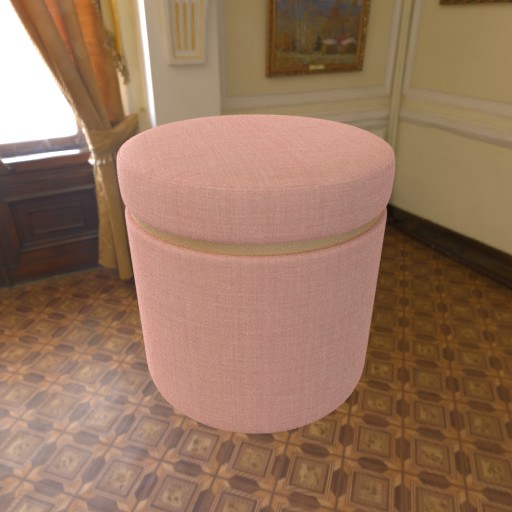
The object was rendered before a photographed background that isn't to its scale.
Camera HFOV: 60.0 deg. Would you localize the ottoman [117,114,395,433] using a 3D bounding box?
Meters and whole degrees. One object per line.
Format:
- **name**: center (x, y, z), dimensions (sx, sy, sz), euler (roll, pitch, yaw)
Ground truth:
- **ottoman**: center (0.000, 0.000, 0.739), dimensions (0.400, 0.406, 0.400), euler (0, 28, 0)
